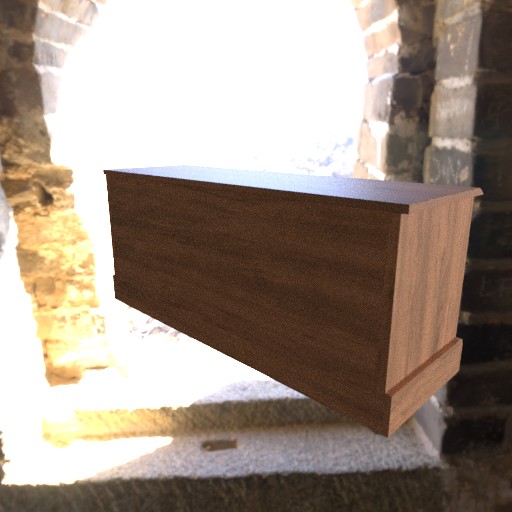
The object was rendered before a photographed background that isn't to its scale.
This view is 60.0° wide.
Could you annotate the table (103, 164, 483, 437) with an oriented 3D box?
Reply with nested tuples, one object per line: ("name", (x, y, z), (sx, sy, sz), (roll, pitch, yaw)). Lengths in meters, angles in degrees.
("table", (0.000, 0.000, 1.440), (1.200, 0.510, 0.400), (15, 21, 43))
